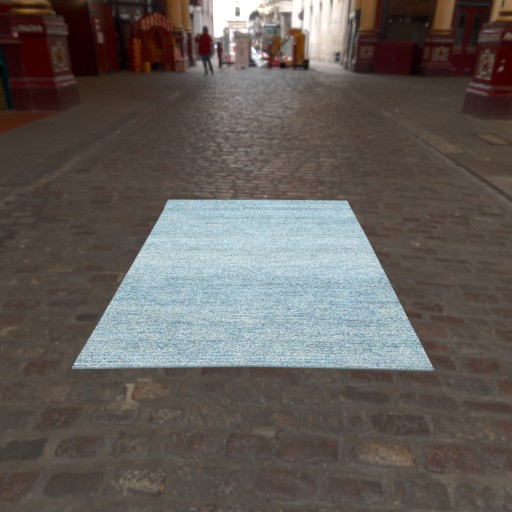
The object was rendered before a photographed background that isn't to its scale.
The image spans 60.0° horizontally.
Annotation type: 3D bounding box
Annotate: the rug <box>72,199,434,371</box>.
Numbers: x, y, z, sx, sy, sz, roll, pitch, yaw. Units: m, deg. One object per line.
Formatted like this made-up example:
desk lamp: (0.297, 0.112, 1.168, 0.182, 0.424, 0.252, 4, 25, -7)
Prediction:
rug: (0.000, 0.000, 2.967, 1.611, 0.026, 2.260, 0, 26, 1)
